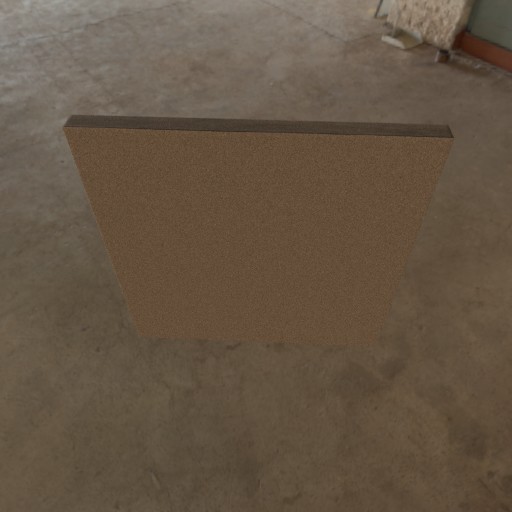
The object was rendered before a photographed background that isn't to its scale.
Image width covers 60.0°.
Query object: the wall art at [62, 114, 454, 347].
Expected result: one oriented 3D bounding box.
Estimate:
[{"bbox_3d":[0.000,0.000,1.137,0.749,0.751,0.050,2,48,2],"label":"wall art"}]
